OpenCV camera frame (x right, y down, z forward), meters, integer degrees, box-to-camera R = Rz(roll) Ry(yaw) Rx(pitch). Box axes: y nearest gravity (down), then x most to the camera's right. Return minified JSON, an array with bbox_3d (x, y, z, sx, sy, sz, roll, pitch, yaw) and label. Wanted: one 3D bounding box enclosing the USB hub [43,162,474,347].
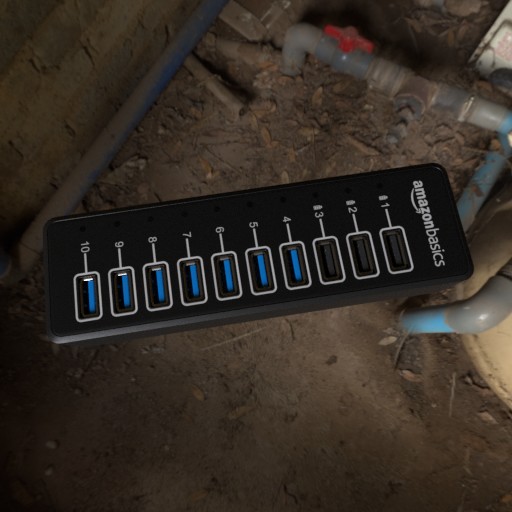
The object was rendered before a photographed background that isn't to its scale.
[{"bbox_3d":[0.000,0.000,0.163,0.145,0.023,0.044,-9,76,-2],"label":"USB hub"}]
